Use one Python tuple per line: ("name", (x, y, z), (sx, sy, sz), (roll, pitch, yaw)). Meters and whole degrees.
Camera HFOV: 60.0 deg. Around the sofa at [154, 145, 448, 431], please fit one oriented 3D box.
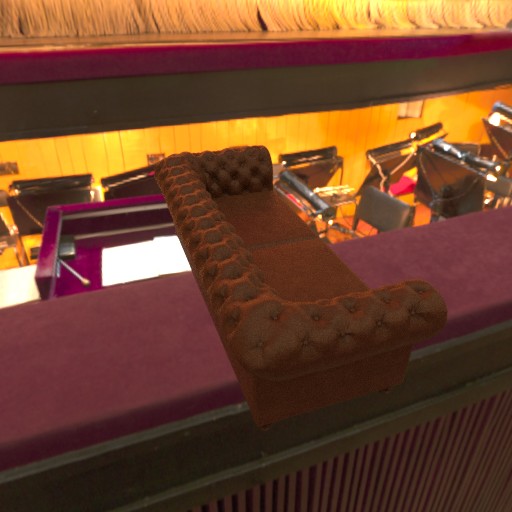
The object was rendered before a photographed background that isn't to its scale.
("sofa", (0.000, 0.000, 2.865), (0.944, 0.783, 2.385), (-11, 33, -17))
